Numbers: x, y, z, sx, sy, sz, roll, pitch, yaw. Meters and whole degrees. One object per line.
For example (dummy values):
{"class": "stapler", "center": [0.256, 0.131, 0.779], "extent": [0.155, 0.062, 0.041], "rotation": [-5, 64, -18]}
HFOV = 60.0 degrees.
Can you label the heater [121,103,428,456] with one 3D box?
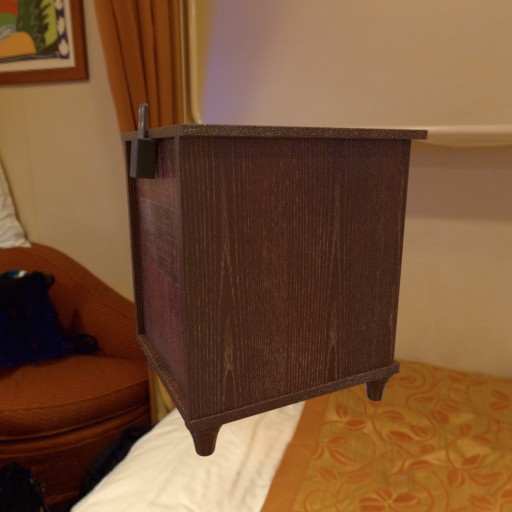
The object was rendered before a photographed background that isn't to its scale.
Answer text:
{"class": "heater", "center": [0.000, 0.000, 0.762], "extent": [0.400, 0.481, 0.362], "rotation": [-7, 15, -26]}
